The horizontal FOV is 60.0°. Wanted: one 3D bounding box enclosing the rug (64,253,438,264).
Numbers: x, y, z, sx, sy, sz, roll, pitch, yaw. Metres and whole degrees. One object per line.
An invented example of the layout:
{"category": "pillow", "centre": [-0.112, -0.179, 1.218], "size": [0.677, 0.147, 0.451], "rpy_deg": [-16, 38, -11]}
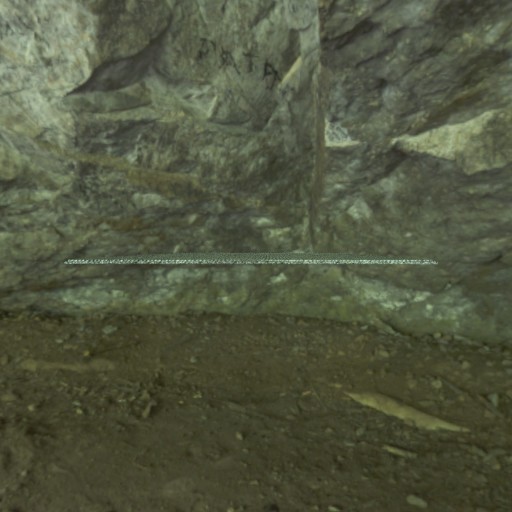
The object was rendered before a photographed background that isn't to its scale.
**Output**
{"category": "rug", "centre": [0.000, 0.000, 3.041], "size": [1.538, 0.021, 2.443], "rpy_deg": [0, 1, 1]}
